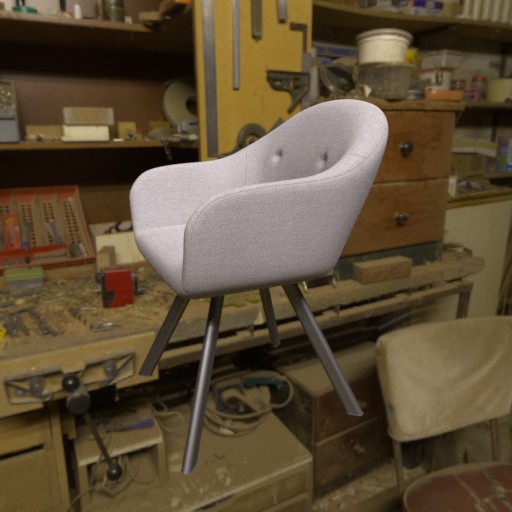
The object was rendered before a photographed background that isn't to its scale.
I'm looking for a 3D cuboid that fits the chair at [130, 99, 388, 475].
[{"bbox_3d":[0.000,0.000,1.150,0.570,0.780,0.540,-8,18,-25],"label":"chair"}]
